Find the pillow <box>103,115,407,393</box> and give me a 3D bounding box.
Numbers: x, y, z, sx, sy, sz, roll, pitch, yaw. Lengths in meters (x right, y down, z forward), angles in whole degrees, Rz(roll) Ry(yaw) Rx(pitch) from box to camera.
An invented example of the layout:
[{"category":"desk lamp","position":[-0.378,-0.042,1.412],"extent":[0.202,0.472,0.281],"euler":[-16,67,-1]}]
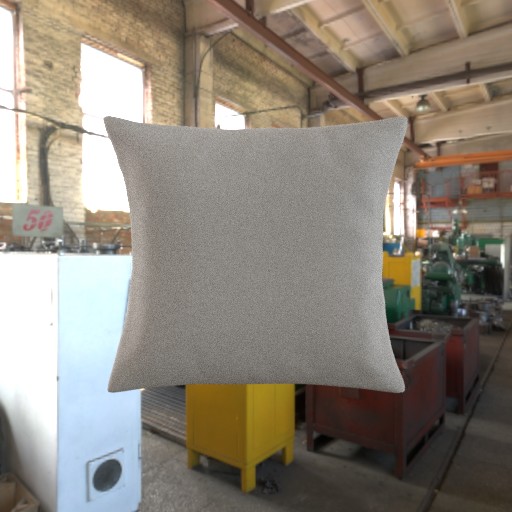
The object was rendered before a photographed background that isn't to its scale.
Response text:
[{"category":"pillow","position":[0.000,0.000,0.814],"extent":[0.552,0.508,0.166],"euler":[0,1,0]}]
